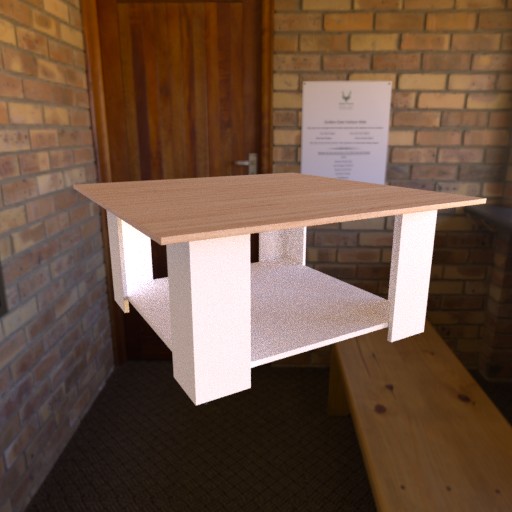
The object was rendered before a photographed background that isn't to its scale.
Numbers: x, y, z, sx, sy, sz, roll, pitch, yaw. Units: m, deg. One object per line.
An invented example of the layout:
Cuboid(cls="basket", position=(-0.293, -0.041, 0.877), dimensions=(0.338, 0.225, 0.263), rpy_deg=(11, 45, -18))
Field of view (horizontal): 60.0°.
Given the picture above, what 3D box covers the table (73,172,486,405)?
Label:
Cuboid(cls="table", position=(0.000, 0.000, 1.037), dimensions=(0.670, 0.305, 0.670), rpy_deg=(-9, 18, -29))
